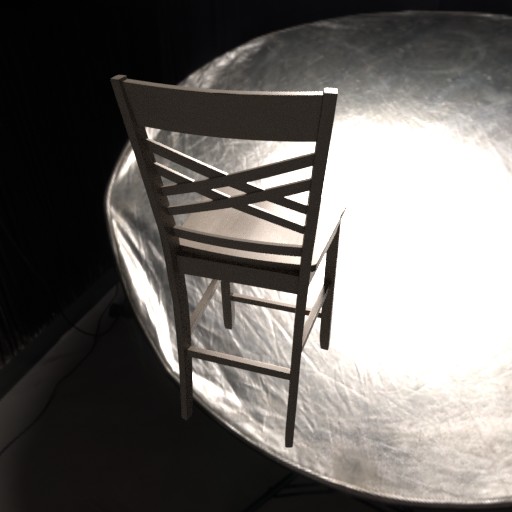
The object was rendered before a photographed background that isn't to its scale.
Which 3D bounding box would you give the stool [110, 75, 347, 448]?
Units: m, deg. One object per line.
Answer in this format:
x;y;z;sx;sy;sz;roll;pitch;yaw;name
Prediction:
0.000;0.000;1.332;0.462;1.079;0.539;9;33;15;stool
